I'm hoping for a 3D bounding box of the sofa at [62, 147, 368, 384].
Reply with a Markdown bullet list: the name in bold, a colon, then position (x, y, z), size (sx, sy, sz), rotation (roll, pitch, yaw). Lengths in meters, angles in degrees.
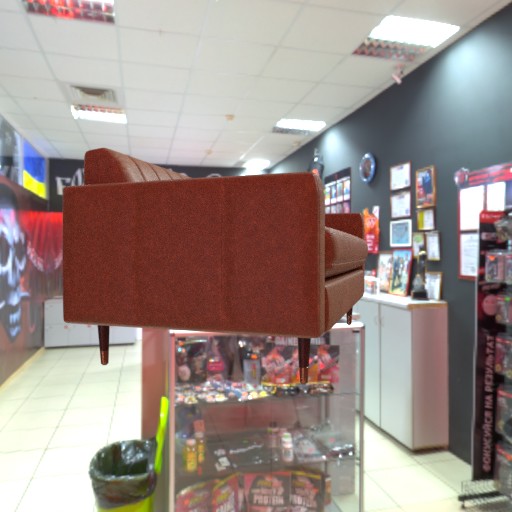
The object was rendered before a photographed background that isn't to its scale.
- **sofa**: position (0.000, 0.000, 2.140), size (0.960, 0.820, 1.549), rotation (0, 0, 19)
